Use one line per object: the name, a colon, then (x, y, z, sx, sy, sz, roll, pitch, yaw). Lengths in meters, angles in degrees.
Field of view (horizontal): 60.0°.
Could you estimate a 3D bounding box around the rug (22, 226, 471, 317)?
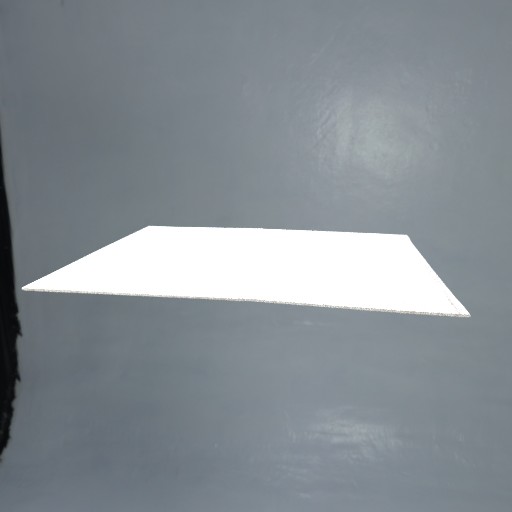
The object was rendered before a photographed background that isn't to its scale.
rug: (0.000, 0.000, 5.016, 3.778, 0.053, 2.873, 3, 15, 9)
